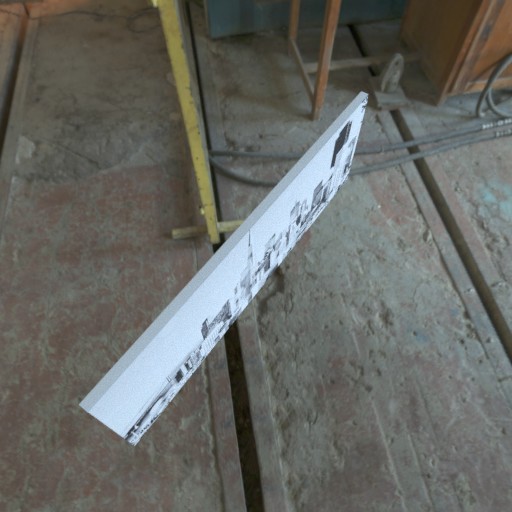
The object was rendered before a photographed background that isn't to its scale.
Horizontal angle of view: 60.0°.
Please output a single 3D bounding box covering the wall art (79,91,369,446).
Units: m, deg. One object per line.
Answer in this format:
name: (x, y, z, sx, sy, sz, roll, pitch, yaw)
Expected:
wall art: (0.000, 0.000, 1.675, 0.039, 0.507, 1.520, 31, 63, 18)
